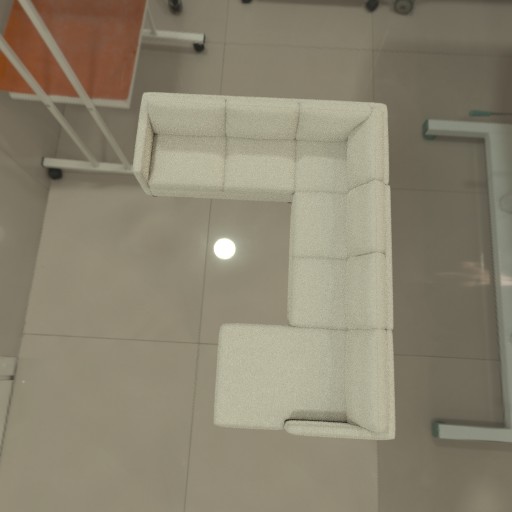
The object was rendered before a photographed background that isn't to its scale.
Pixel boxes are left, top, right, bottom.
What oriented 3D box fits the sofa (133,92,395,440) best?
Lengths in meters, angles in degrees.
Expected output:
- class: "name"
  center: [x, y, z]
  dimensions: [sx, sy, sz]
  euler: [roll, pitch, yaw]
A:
- class: "sofa"
  center: [0.000, 0.000, 4.391]
  dimensions: [2.551, 0.853, 3.238]
  euler: [3, 76, 1]
